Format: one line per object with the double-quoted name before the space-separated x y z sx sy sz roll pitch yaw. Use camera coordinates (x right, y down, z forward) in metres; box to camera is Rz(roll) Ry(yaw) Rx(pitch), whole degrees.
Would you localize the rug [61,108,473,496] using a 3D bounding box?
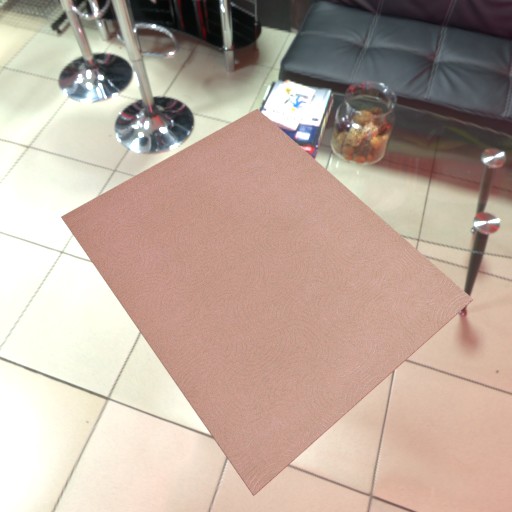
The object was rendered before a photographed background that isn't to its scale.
"rug" 0.000 0.000 3.474 2.073 0.011 2.584 -34 65 -18
